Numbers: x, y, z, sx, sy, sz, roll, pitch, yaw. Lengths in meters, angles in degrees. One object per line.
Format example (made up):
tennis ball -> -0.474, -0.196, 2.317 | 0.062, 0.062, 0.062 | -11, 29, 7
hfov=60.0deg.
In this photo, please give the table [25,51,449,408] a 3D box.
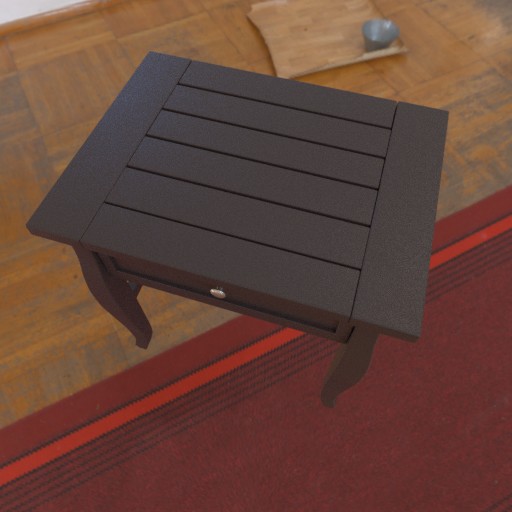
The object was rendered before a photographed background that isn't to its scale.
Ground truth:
table -> 0.000, 0.000, 1.005 | 0.602, 0.605, 0.460 | 15, 60, 9
